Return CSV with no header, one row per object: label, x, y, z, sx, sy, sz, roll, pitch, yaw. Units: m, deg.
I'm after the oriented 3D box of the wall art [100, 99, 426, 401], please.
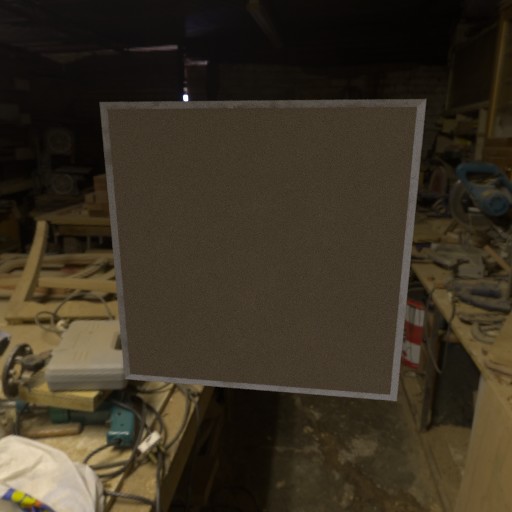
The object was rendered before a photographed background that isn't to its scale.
wall art,0.000,0.000,0.765,0.508,0.506,0.029,2,16,8
